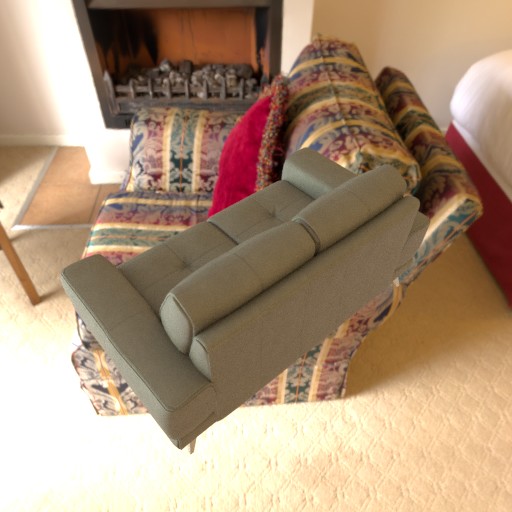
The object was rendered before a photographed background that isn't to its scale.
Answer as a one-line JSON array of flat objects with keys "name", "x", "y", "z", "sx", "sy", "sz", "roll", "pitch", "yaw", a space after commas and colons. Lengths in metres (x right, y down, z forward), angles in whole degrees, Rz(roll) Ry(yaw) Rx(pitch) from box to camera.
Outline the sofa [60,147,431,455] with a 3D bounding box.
[{"name": "sofa", "x": 0.000, "y": 0.000, "z": 2.416, "sx": 1.806, "sy": 0.907, "sz": 1.018, "roll": -32, "pitch": 54, "yaw": -27}]
